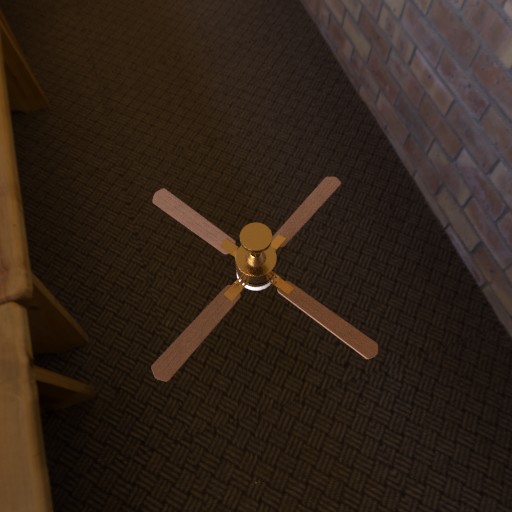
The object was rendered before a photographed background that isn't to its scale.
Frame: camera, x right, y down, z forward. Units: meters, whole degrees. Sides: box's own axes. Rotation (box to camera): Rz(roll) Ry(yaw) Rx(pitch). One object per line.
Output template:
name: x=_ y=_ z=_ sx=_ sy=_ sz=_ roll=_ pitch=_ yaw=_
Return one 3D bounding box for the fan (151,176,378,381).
fan: x=0.000 y=0.000 z=1.977 sx=1.320 sy=0.355 sz=1.320 roll=36 pitch=68 yaw=17
